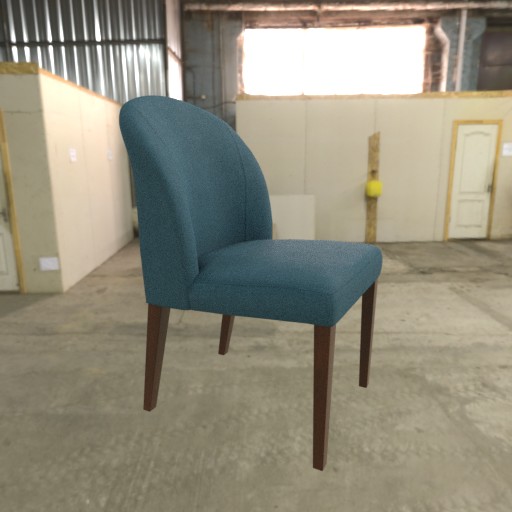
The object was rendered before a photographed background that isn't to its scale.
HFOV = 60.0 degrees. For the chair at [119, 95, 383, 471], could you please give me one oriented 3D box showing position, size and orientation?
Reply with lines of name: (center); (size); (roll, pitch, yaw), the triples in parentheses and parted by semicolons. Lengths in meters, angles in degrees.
chair: (0.000, 0.000, 1.246); (0.620, 0.879, 0.507); (7, 15, 27)
